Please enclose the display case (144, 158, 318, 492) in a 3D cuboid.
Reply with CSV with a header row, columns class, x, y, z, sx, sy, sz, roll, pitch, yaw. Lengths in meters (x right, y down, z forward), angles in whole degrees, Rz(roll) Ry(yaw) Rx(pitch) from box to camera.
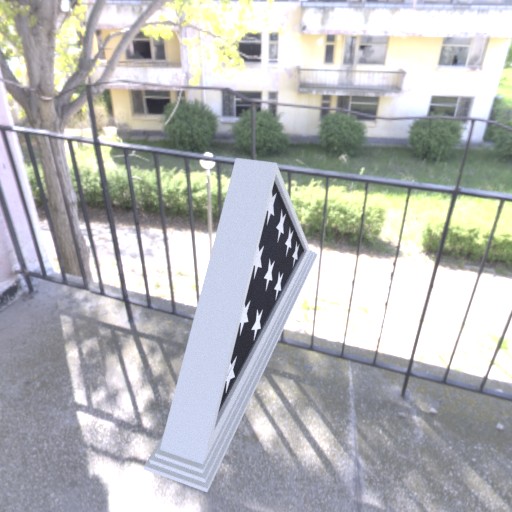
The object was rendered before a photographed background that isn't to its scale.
class,x,y,z,sx,sy,sz,roll,pitch,yaw
display case,0.000,0.000,0.763,0.095,0.340,0.640,10,33,17
